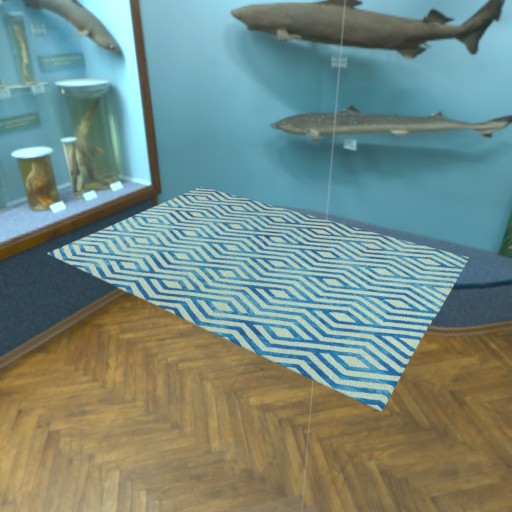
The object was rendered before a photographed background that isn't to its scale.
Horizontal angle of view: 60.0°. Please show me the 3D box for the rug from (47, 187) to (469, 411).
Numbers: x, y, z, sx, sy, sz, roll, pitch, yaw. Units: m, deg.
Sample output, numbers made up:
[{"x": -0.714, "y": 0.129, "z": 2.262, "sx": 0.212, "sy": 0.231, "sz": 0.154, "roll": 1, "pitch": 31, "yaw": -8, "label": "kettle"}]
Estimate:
[{"x": 0.000, "y": 0.000, "z": 2.308, "sx": 1.830, "sy": 0.008, "sz": 1.225, "roll": 19, "pitch": 34, "yaw": 30, "label": "rug"}]
